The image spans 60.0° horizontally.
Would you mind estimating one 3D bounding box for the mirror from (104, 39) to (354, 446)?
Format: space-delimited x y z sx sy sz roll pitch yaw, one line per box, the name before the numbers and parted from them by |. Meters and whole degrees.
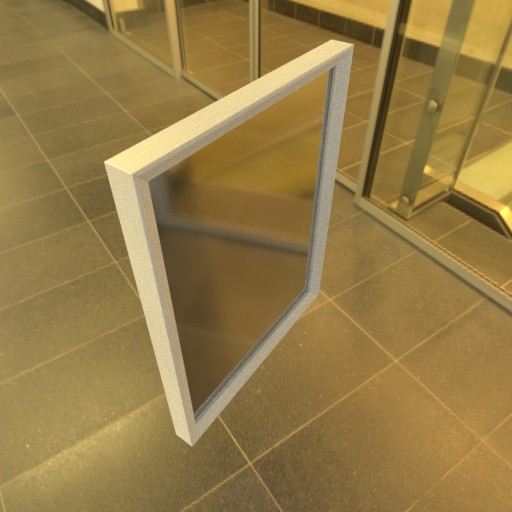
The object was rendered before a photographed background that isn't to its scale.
mirror | 0.000 0.000 0.668 0.041 0.509 0.406 26 49 25
